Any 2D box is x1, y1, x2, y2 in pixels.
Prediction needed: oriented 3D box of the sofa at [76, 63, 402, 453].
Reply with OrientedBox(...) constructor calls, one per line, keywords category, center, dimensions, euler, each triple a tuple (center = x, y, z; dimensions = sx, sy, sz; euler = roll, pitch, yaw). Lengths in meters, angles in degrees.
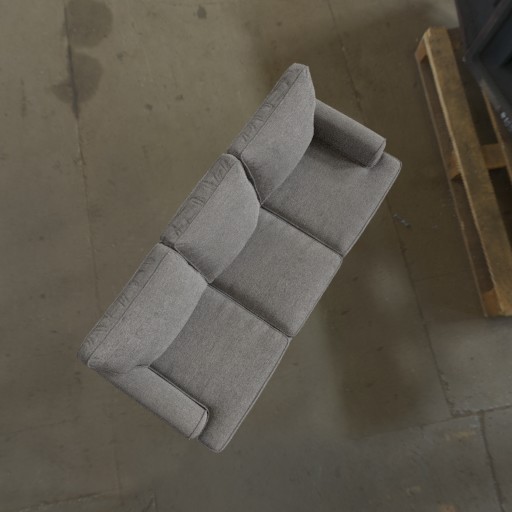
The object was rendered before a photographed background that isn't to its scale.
OrientedBox(category="sofa", center=(0.000, 0.000, 2.730), dimensions=(0.951, 0.965, 2.158), euler=(33, 78, 8))
